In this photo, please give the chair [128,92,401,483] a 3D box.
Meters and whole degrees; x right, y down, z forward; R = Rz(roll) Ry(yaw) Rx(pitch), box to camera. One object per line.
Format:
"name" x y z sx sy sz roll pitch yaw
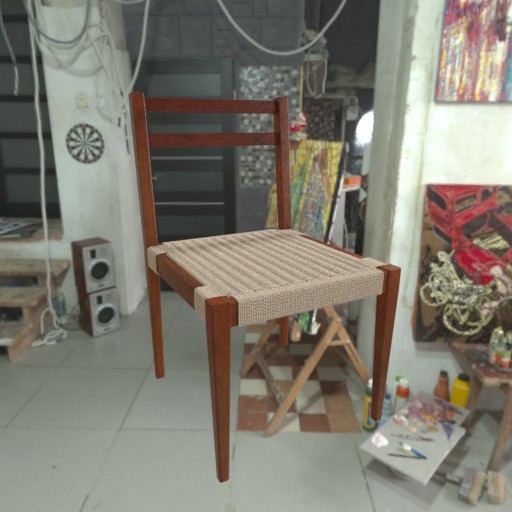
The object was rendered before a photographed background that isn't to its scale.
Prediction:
"chair" 0.000 0.000 1.202 0.495 0.851 0.569 -9 18 -27
